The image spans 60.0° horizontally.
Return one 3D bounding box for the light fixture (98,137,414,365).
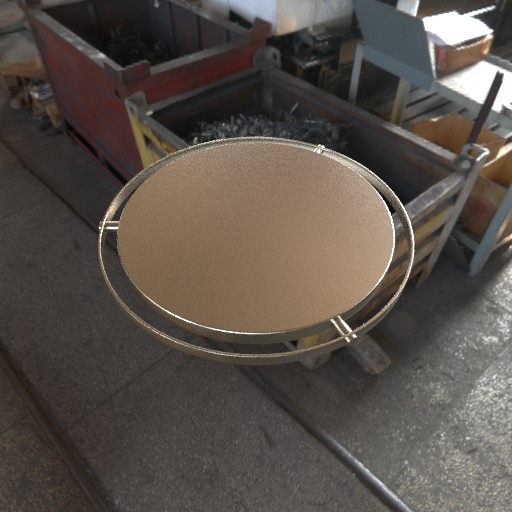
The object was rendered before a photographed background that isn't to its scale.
[{"bbox_3d":[0.000,0.000,0.564,0.361,0.130,0.361,0,47,0],"label":"light fixture"}]
